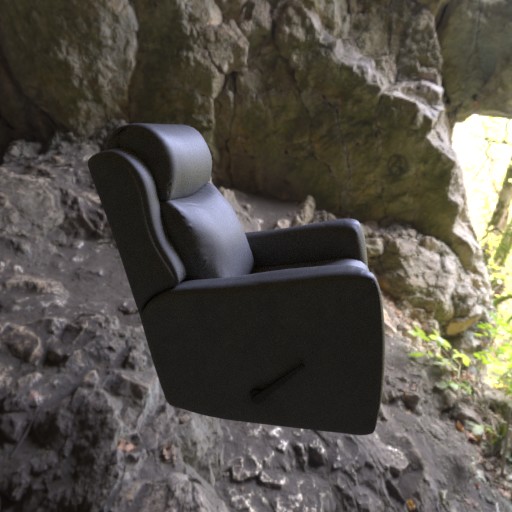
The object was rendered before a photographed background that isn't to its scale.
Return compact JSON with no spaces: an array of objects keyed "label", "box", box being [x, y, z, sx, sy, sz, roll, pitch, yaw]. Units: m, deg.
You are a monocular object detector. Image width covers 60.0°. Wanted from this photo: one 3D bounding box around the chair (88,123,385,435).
[{"label":"chair","box":[0.000,0.000,1.950,1.068,1.116,0.967,3,16,9]}]
